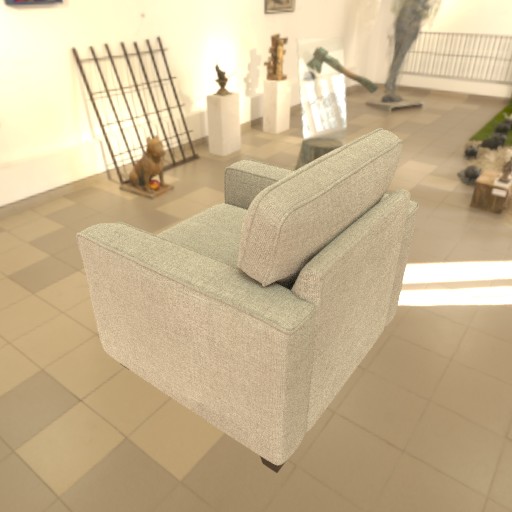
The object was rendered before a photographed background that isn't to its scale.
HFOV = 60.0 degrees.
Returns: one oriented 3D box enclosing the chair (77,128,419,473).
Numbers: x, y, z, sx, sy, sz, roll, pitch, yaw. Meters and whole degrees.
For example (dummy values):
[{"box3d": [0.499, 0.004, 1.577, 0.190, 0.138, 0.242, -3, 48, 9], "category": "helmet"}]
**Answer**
[{"box3d": [0.000, 0.000, 1.778, 0.939, 0.965, 1.015, 21, 37, 31], "category": "chair"}]
